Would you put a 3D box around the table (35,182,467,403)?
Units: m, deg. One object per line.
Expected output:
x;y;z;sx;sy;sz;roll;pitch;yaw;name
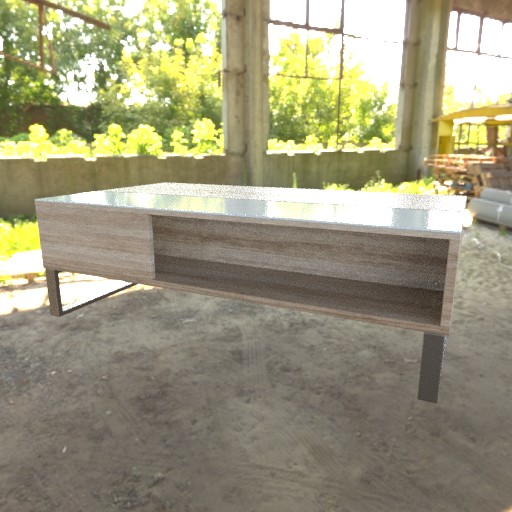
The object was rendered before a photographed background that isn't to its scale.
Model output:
0.000;0.000;1.326;1.100;0.350;0.600;7;16;25;table
